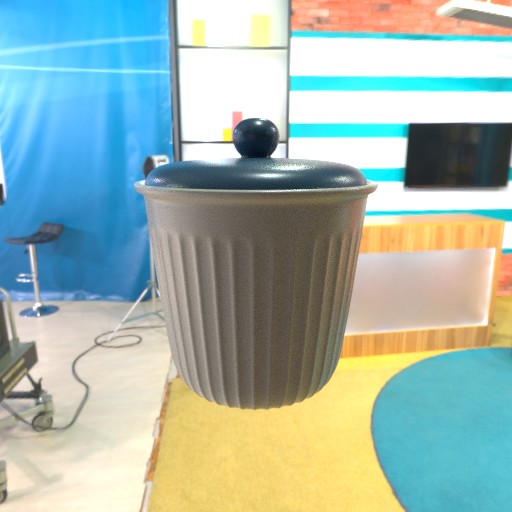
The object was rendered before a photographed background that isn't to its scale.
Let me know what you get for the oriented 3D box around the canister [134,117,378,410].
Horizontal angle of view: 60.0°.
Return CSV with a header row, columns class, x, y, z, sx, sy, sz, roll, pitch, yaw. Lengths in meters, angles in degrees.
class,x,y,z,sx,sy,sz,roll,pitch,yaw
canister,0.000,0.000,0.353,0.181,0.211,0.181,0,13,0
